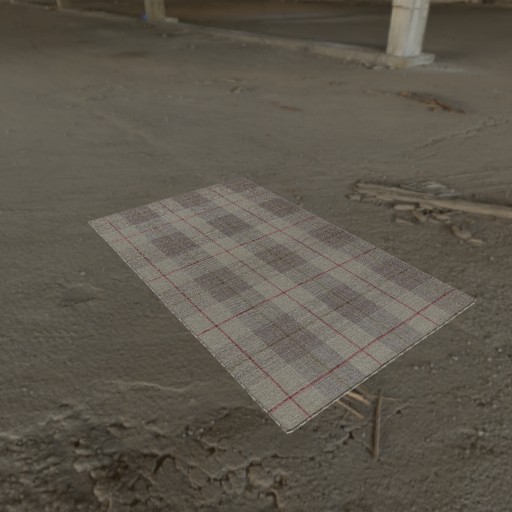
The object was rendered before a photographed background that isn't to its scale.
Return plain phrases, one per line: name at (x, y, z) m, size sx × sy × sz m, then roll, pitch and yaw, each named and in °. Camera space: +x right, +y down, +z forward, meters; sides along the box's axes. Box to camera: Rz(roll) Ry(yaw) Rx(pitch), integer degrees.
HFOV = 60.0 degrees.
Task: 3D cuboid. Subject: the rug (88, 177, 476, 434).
rug at (0.000, 0.000, 3.138) m, size 1.549 × 0.010 × 2.464 m, roll -22°, pitch 39°, yaw -31°
